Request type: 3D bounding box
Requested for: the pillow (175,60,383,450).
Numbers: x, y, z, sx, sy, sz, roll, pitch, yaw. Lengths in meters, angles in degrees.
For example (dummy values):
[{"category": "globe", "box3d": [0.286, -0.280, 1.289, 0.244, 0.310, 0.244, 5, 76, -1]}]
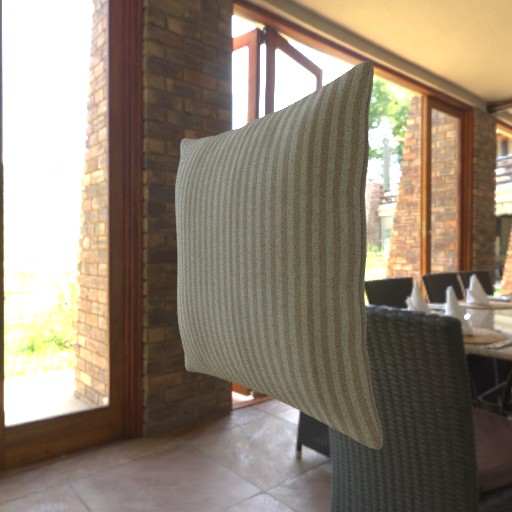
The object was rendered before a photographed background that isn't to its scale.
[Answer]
[{"category": "pillow", "box3d": [0.000, 0.000, 0.775, 0.166, 0.510, 0.523, 0, 1, -37]}]
